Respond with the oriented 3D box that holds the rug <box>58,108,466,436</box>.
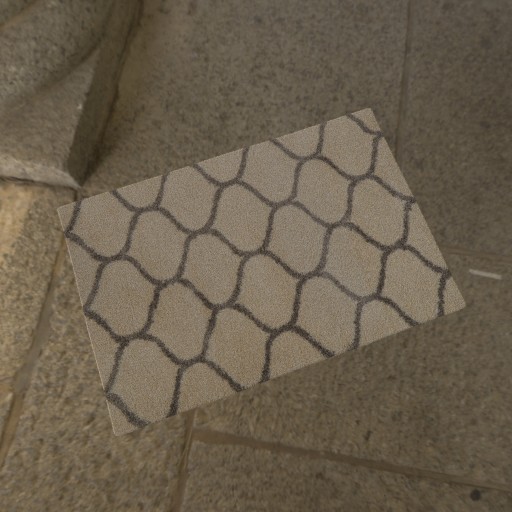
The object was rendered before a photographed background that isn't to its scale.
[{"bbox_3d":[0.000,0.000,3.406,2.701,0.026,1.801,-19,75,-5],"label":"rug"}]
